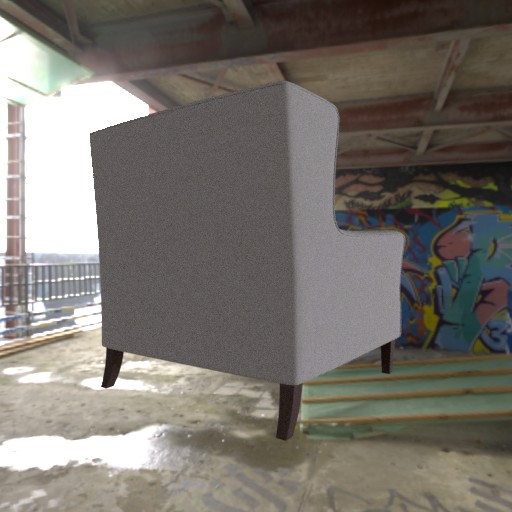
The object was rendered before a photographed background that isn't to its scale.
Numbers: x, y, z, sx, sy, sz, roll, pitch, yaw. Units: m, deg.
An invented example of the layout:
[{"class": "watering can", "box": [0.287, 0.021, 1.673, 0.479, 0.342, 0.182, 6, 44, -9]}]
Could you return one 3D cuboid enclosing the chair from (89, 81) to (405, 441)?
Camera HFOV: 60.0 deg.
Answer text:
[{"class": "chair", "box": [0.000, 0.000, 1.900, 0.982, 1.056, 1.040, 0, 0, 36]}]
